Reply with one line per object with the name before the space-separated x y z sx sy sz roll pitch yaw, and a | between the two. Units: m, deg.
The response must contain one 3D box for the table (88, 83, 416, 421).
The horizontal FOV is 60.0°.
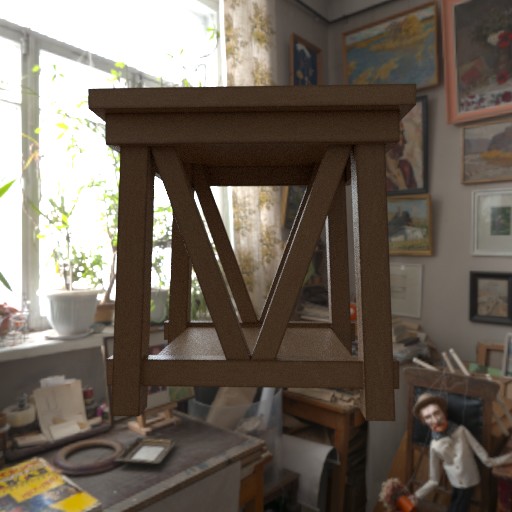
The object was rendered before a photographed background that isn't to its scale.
table | 0.000 0.000 1.131 0.612 0.638 0.610 0 0 2
